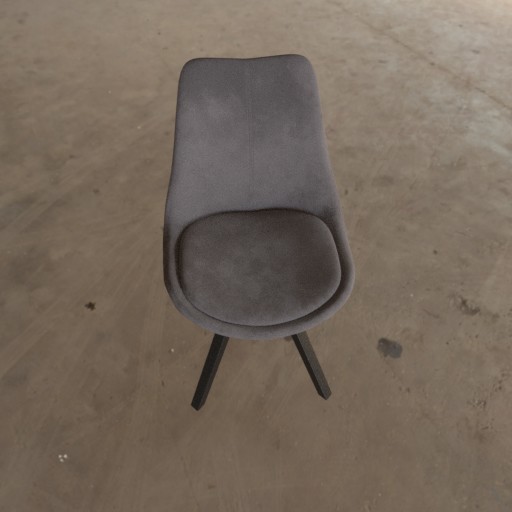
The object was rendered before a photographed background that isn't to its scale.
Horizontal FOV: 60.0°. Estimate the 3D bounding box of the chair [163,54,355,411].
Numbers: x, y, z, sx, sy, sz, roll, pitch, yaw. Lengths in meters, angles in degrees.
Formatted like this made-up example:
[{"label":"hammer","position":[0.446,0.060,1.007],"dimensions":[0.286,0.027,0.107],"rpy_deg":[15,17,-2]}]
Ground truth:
[{"label":"chair","position":[0.000,0.000,1.192],"dimensions":[0.476,0.850,0.550],"rpy_deg":[-4,47,-3]}]
